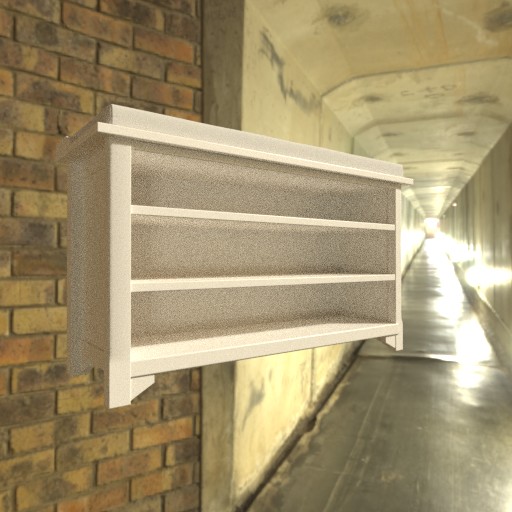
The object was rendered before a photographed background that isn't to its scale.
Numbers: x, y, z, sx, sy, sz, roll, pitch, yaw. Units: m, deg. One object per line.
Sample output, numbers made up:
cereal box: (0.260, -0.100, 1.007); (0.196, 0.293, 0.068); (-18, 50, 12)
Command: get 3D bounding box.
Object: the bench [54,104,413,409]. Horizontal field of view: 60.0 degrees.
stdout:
bench: (0.000, 0.000, 1.252); (0.987, 0.589, 0.346); (0, -1, -37)
